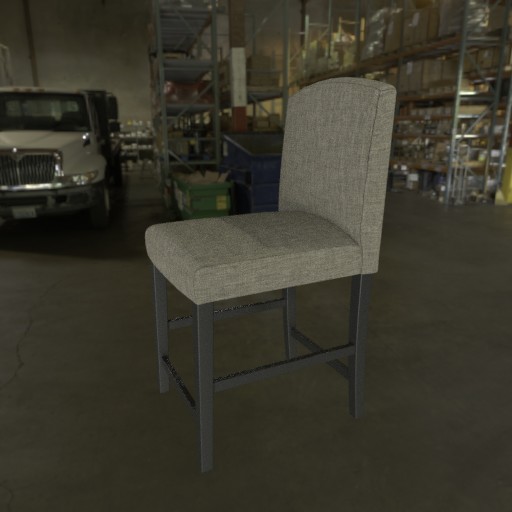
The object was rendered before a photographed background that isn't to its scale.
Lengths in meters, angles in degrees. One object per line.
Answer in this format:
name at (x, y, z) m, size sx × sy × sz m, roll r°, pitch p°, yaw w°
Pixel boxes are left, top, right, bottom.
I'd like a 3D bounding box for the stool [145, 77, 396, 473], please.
stool at (0.000, 0.000, 1.260) m, size 0.552 × 0.966 × 0.451 m, roll -8°, pitch 18°, yaw -26°
